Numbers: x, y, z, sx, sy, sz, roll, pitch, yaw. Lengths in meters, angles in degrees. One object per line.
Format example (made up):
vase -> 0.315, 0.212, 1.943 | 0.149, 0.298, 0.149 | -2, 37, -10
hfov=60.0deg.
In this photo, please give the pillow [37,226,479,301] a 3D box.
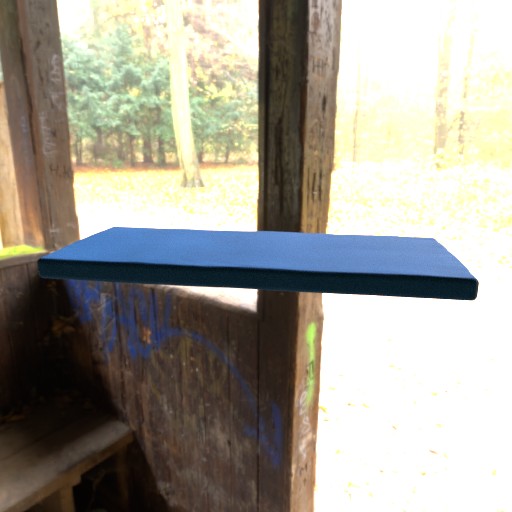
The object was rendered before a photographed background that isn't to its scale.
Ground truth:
pillow -> 0.000, 0.000, 1.359 | 1.187, 0.081, 0.492 | 2, 15, 9
